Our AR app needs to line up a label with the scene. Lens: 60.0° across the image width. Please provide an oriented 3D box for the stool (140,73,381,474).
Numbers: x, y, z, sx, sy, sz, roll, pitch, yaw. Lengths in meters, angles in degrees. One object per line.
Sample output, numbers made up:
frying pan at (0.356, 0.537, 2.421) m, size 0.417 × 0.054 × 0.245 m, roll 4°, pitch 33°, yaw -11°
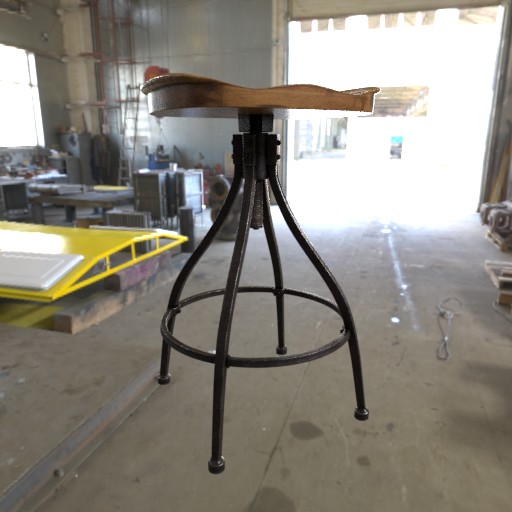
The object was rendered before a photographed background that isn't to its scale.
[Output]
stool at (0.000, 0.000, 0.960) m, size 0.432 × 0.694 × 0.424 m, roll -7°, pitch 16°, yaw -27°
